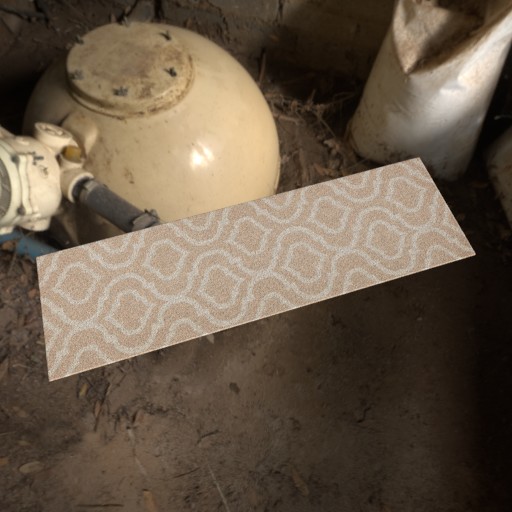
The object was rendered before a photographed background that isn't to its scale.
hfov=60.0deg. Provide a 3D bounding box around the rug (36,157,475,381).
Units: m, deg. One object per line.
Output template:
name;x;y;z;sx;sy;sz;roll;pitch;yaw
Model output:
rug;0.000;0.000;2.410;2.289;0.013;0.691;-16;65;-7
